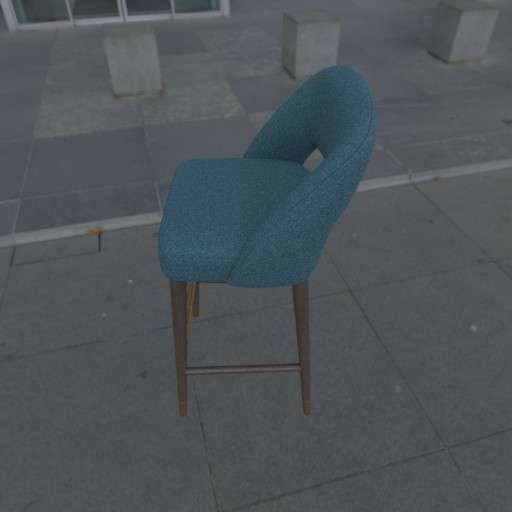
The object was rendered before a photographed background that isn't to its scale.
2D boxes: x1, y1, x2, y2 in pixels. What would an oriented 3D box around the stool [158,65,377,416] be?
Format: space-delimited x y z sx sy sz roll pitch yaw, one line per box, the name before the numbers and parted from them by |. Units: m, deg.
stool | 0.000 0.000 1.329 0.522 1.032 0.536 0 41 0
